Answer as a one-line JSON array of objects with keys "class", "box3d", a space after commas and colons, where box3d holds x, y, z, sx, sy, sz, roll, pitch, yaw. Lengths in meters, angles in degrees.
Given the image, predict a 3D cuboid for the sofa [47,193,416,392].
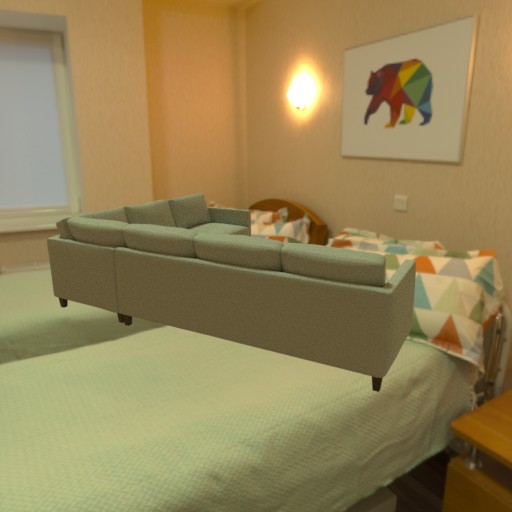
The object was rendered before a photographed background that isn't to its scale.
[{"class": "sofa", "box3d": [0.000, 0.000, 4.632, 3.333, 0.934, 2.522, 8, 17, 28]}]
